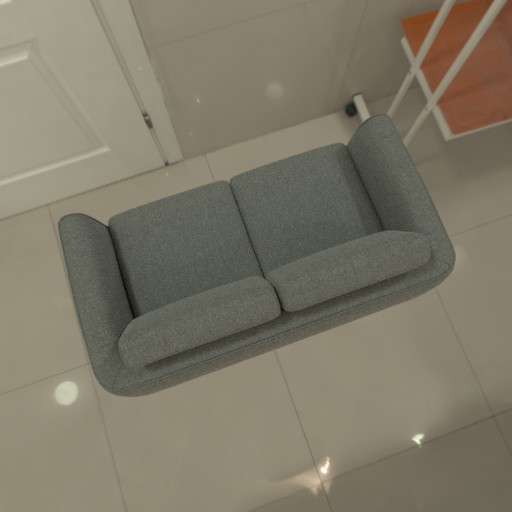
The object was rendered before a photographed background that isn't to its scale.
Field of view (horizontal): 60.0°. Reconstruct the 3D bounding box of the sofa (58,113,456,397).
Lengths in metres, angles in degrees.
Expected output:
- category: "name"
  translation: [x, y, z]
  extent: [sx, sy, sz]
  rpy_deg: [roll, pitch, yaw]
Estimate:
- category: "sofa"
  translation: [0.000, 0.000, 2.207]
  extent: [1.700, 0.870, 0.920]
  rpy_deg: [-19, 77, -5]
